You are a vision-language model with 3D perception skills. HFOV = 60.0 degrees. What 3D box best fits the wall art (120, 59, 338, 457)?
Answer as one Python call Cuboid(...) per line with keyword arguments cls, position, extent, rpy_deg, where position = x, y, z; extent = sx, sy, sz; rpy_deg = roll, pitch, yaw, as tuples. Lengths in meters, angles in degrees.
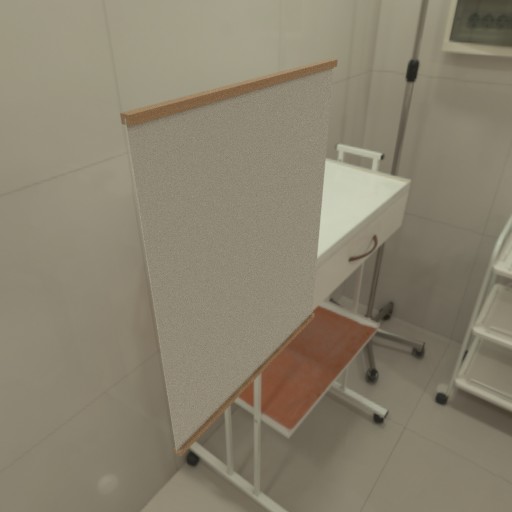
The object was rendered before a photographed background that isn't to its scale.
Cuboid(cls="wall art", position=(0.000, 0.000, 0.676), extent=(0.012, 0.508, 0.405), rpy_deg=(21, 38, 30))
